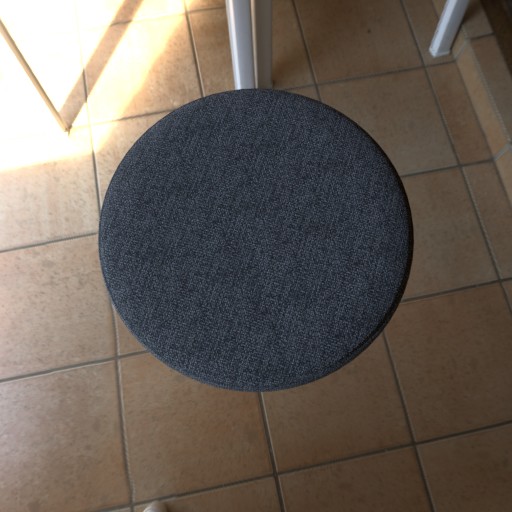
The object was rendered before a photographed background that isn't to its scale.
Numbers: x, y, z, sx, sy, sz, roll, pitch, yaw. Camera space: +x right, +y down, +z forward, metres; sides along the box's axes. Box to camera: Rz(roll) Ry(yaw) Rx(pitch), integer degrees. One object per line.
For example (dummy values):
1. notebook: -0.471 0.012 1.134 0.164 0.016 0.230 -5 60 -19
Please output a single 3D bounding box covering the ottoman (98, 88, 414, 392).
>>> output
1. ottoman: 0.000 0.000 0.902 0.520 0.430 0.520 0 75 0
